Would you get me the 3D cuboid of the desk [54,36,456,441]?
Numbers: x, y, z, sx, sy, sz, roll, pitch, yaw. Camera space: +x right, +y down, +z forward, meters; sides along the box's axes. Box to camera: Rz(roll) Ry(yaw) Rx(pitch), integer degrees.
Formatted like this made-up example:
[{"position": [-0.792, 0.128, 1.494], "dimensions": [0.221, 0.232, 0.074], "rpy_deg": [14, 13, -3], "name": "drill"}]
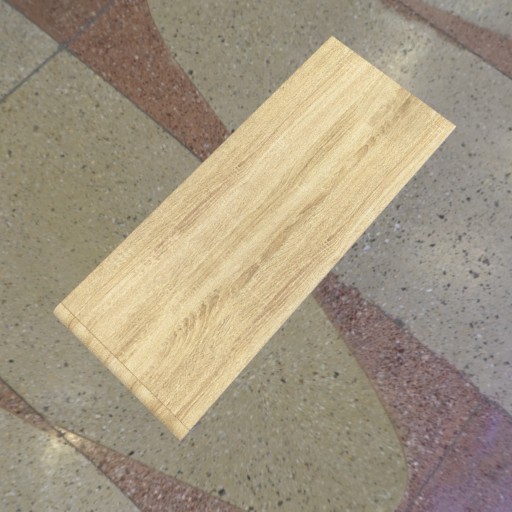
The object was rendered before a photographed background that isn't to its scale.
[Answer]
[{"position": [0.000, 0.000, 1.652], "dimensions": [0.500, 0.750, 1.300], "rpy_deg": [41, 79, 10], "name": "desk"}]
